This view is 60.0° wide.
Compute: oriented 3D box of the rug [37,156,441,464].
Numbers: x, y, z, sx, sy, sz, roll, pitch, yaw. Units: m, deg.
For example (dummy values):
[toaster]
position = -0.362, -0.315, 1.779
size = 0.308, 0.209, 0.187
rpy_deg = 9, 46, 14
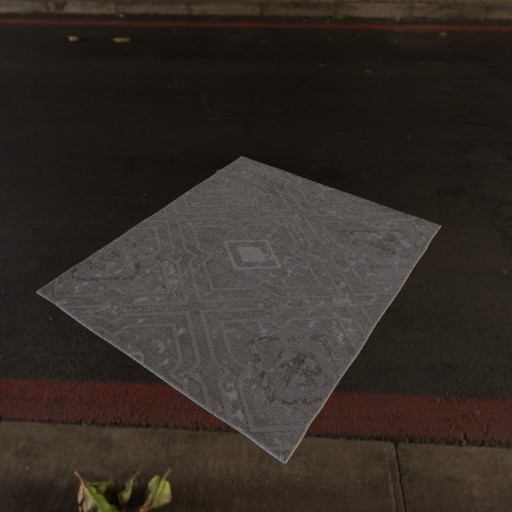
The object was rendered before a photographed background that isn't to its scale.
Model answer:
[rug]
position = 0.000, 0.000, 0.898
size = 0.548, 0.006, 0.639
rpy_deg = 25, 47, 26
